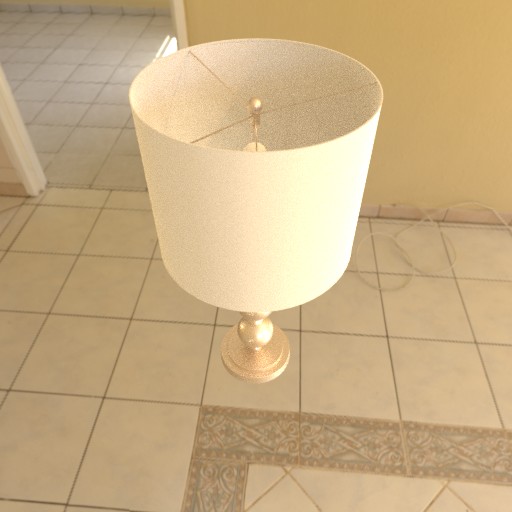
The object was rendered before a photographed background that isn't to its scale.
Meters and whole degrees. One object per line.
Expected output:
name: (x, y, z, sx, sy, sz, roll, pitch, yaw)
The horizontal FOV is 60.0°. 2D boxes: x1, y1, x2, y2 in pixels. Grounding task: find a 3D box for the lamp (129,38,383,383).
lamp: (0.000, 0.000, 0.678, 0.277, 0.538, 0.277, -4, 45, -4)
